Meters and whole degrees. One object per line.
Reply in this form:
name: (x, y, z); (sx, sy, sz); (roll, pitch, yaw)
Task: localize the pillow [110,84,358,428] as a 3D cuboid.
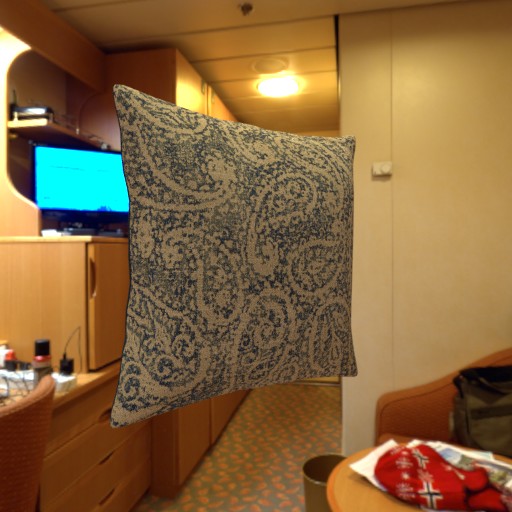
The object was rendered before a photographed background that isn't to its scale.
pillow: (0.000, 0.000, 0.796); (0.523, 0.510, 0.166); (0, 0, -35)
